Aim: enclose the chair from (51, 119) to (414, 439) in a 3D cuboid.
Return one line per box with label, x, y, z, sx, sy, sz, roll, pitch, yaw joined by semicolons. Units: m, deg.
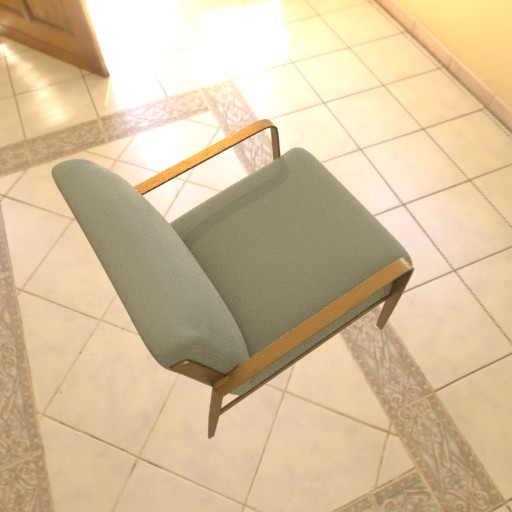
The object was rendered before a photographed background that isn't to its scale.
chair;0.000;0.000;1.418;0.842;0.824;0.701;-30;63;-17
